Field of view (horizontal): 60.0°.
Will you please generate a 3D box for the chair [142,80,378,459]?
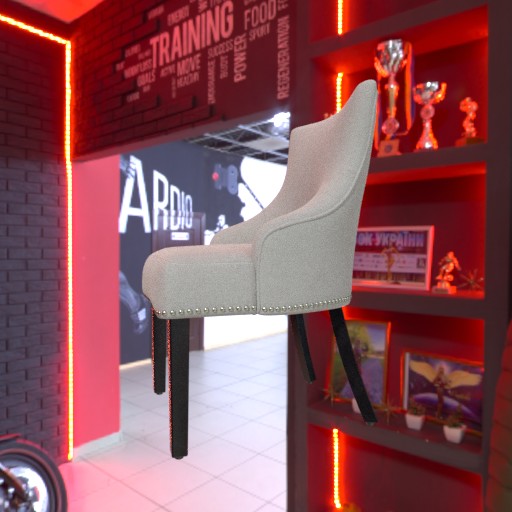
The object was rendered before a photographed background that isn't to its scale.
[{"bbox_3d":[0.000,0.000,1.300,0.629,0.909,0.566,0,1,-18],"label":"chair"}]
